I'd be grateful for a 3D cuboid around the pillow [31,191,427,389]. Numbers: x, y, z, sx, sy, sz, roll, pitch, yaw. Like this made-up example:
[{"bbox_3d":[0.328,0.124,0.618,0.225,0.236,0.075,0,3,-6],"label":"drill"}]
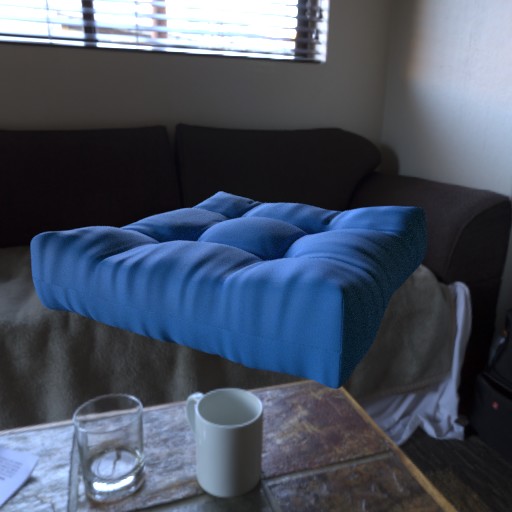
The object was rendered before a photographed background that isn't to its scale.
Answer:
[{"bbox_3d":[0.000,0.000,0.712,0.468,0.128,0.490,9,19,27],"label":"pillow"}]
